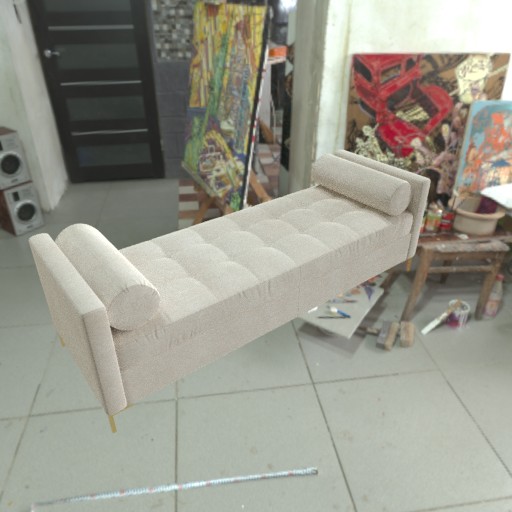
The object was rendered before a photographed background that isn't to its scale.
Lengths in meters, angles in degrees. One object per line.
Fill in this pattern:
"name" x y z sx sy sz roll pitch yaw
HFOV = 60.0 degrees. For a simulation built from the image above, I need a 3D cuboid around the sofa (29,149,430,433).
"sofa" 0.000 0.000 2.360 1.981 0.635 0.686 -22 38 -32
